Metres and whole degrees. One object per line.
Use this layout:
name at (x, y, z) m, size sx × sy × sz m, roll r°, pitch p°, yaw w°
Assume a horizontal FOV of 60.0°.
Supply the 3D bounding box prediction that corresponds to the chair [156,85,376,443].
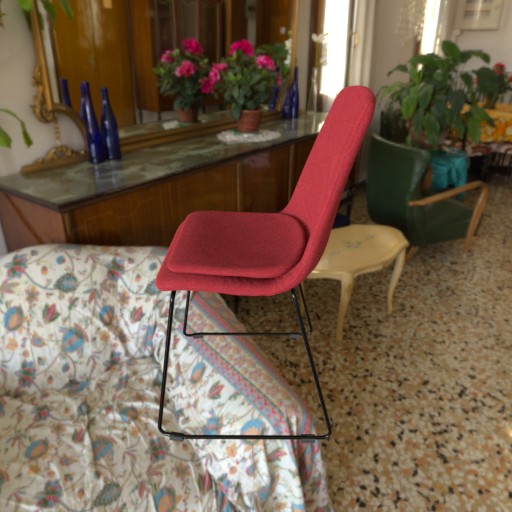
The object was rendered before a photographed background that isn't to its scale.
chair at (0.000, 0.000, 1.196) m, size 0.518 × 0.858 × 0.479 m, roll 0°, pitch 25°, yaw 0°
